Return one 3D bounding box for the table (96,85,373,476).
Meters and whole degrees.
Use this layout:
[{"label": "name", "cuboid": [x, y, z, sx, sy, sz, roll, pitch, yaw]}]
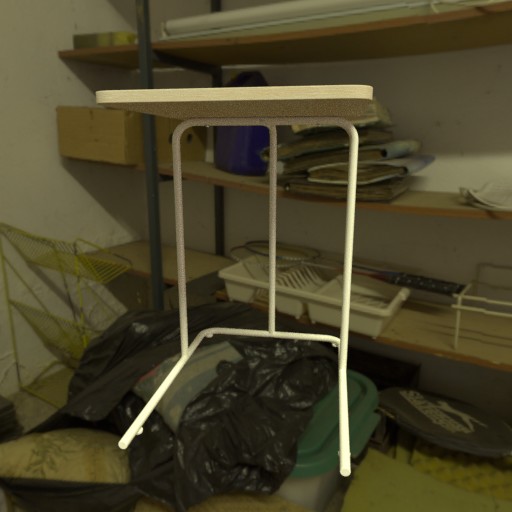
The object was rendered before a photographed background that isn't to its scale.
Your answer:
[{"label": "table", "cuboid": [0.000, 0.000, 0.850, 0.370, 0.550, 0.480, 2, 14, 10]}]
